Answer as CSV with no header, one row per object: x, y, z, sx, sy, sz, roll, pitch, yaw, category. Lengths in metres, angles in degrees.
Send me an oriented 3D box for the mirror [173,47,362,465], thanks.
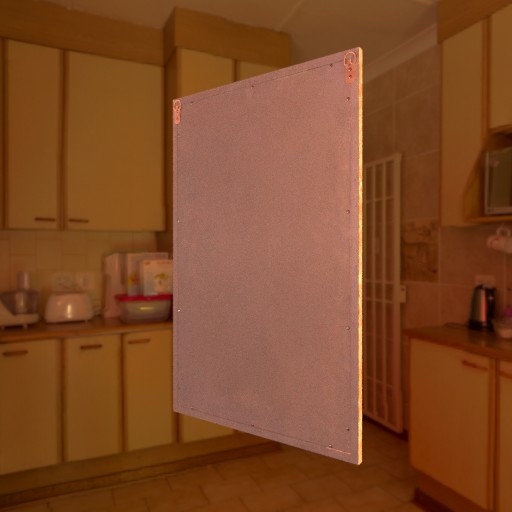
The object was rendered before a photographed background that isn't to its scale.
0.000,0.000,0.987,0.495,0.787,0.058,0,0,36,mirror
